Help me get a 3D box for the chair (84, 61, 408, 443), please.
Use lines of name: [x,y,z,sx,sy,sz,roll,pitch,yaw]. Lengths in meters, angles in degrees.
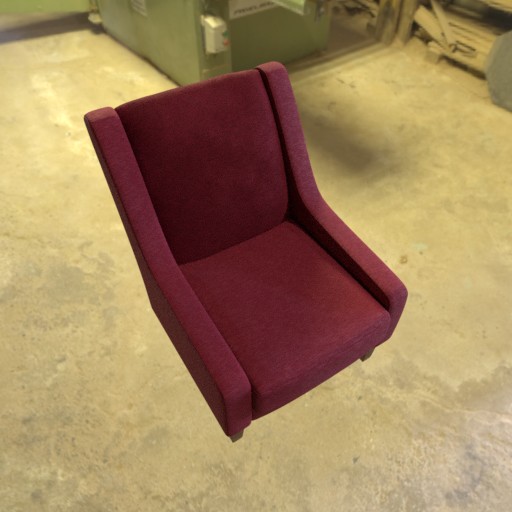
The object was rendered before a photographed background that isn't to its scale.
chair: [0.000,0.000,1.709,0.793,1.017,0.985,-25,51,-21]
